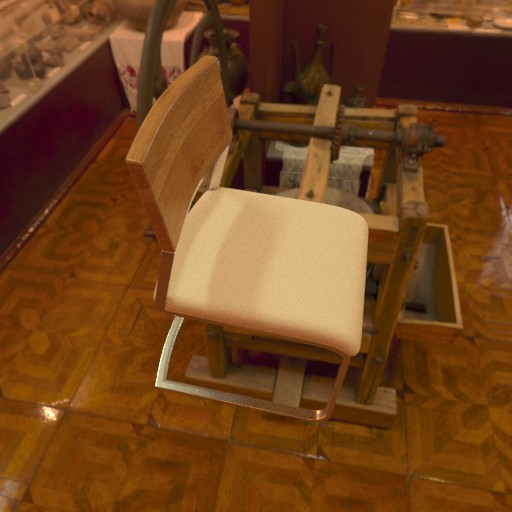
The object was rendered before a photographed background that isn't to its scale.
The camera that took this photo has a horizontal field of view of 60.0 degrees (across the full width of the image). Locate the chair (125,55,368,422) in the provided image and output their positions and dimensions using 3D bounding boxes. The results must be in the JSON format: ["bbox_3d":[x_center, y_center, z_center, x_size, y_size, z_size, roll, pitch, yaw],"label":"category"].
[{"bbox_3d":[0.000,0.000,1.182,0.585,0.844,0.467,9,46,9],"label":"chair"}]
